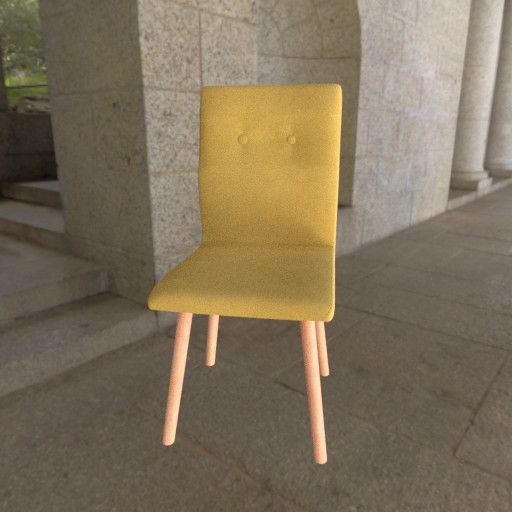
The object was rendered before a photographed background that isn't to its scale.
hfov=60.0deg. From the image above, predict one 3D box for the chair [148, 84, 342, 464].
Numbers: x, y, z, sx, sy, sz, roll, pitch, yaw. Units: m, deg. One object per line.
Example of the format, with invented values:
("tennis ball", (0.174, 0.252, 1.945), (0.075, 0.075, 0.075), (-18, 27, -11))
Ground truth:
("chair", (0.000, 0.000, 1.269), (0.450, 0.965, 0.550), (3, 16, 9))
